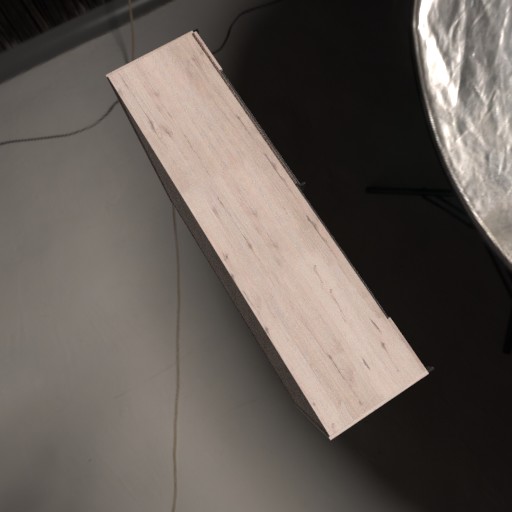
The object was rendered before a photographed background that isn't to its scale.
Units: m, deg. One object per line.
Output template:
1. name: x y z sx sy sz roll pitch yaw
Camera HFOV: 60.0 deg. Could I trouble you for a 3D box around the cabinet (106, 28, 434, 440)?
1. cabinet: 0.000 0.000 3.603 0.660 2.180 2.500 -31 78 -7
